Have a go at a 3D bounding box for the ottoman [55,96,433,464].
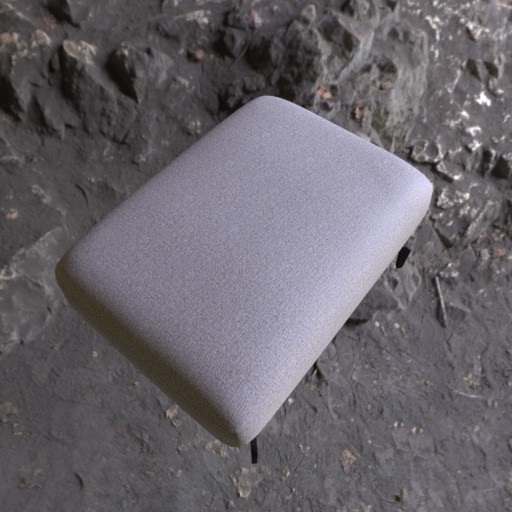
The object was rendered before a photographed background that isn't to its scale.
[{"bbox_3d":[0.000,0.000,1.104,0.568,0.420,0.772,35,64,19],"label":"ottoman"}]
